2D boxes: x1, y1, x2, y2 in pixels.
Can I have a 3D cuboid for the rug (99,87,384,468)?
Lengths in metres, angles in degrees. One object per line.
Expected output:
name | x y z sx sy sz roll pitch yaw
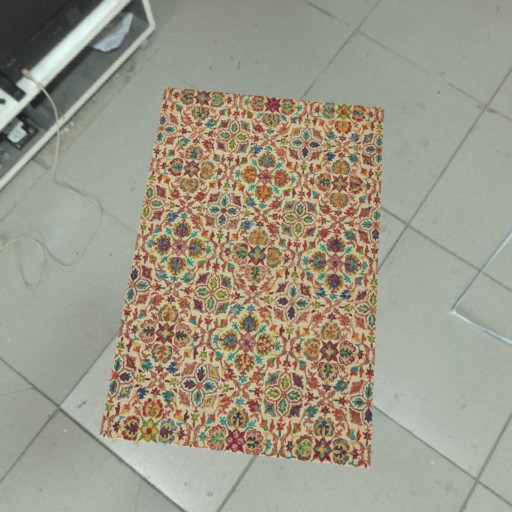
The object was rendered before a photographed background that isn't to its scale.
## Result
rug | 0.000 0.000 2.226 1.226 0.013 1.838 6 75 2
